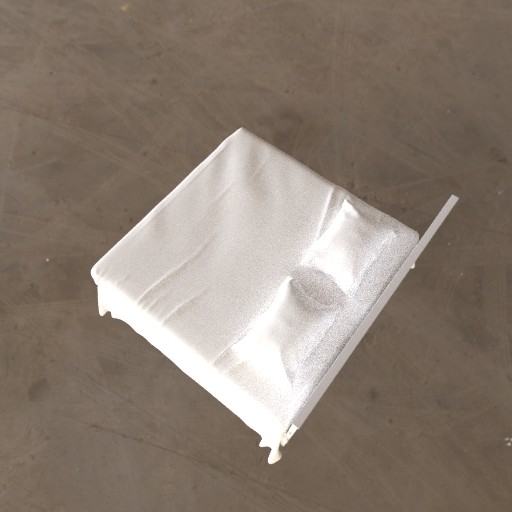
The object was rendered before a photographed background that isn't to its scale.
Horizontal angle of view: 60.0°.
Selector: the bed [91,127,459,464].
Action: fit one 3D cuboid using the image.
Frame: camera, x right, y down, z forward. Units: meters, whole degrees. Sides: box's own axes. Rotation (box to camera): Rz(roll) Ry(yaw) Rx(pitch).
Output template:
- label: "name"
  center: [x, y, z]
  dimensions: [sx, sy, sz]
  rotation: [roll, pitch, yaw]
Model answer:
- label: "bed"
  center: [0.000, 0.000, 3.719]
  dimensions: [2.215, 1.273, 2.317]
  rotation: [35, 68, 16]
